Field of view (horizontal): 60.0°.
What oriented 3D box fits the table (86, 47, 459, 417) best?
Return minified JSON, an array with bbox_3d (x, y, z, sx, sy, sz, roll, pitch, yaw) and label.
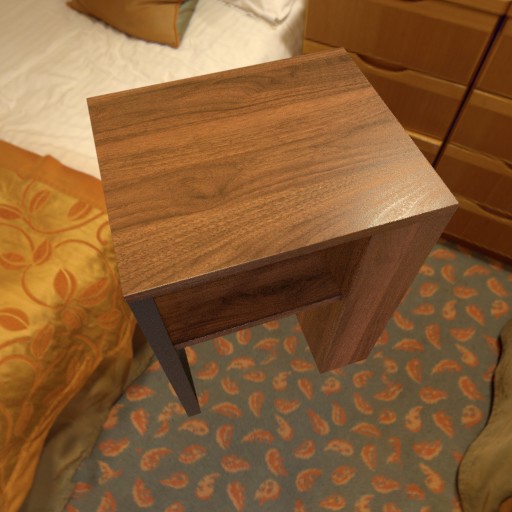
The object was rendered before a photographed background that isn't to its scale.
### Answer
[{"bbox_3d":[0.000,0.000,1.576,0.786,1.041,0.660,-15,58,-10],"label":"table"}]
